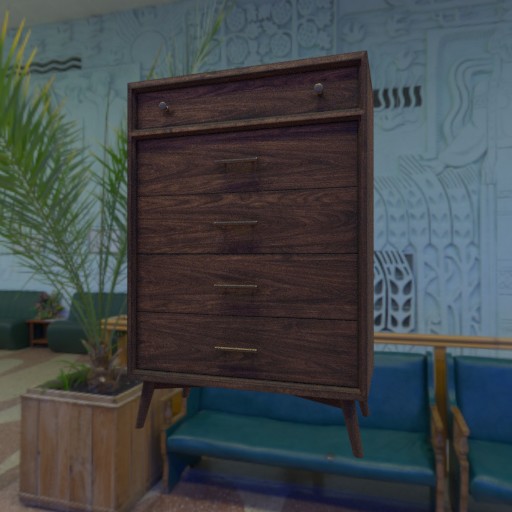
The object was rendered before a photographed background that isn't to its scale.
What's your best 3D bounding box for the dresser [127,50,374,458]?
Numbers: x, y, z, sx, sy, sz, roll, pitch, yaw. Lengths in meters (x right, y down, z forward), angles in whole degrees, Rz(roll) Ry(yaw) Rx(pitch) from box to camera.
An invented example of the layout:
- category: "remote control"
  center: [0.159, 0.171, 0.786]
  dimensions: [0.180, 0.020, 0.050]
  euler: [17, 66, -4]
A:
- category: "dresser"
  center: [0.000, 0.000, 1.826]
  dimensions: [0.919, 1.365, 0.498]
  euler: [0, 0, 17]
